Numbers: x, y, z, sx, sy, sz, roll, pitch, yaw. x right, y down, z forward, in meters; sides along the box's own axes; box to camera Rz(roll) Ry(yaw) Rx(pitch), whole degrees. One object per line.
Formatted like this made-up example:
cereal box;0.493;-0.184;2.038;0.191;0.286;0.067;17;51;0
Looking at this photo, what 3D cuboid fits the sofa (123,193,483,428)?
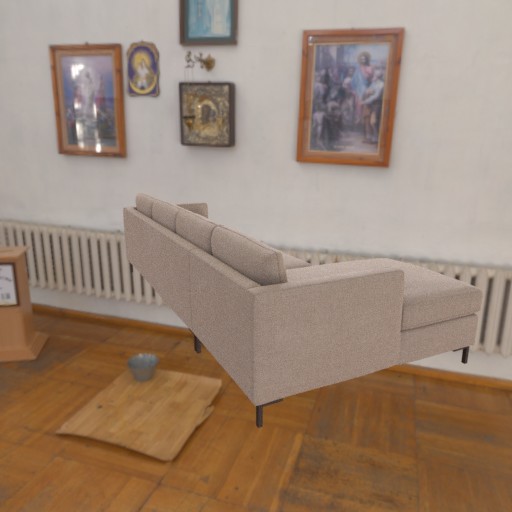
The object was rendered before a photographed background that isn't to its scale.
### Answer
sofa;0.000;0.000;3.461;1.469;0.816;2.923;-7;16;-26
